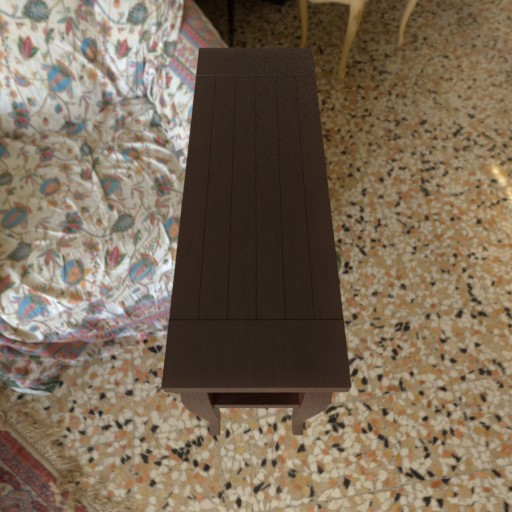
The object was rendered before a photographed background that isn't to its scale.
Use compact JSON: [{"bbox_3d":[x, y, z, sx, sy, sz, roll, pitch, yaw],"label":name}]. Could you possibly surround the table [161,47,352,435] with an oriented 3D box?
[{"bbox_3d":[0.000,0.000,1.436,0.373,0.768,1.062,0,58,0],"label":"table"}]
